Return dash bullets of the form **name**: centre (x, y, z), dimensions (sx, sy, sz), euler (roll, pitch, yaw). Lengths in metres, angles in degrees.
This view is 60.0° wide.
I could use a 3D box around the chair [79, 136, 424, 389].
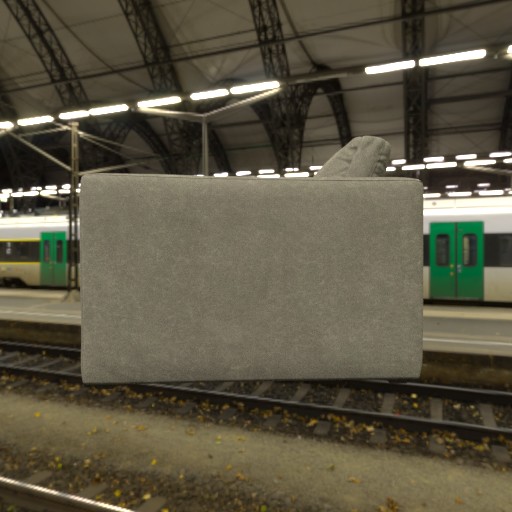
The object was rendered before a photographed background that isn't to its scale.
- **chair**: centre (0.000, 0.000, 1.904), dimensions (1.091, 0.845, 1.190), euler (0, 0, 0)
